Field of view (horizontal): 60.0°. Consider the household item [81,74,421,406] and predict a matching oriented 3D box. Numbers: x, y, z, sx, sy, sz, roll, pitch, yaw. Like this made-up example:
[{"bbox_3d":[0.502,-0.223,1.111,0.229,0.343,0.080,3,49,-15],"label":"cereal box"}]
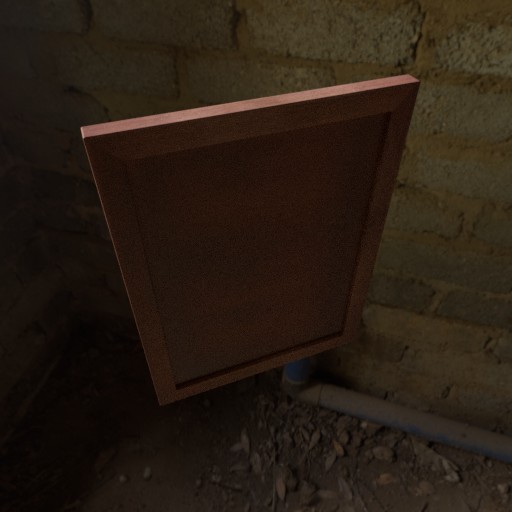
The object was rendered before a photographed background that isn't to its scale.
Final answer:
[{"bbox_3d":[0.000,0.000,0.540,0.310,0.407,0.067,-15,45,-15],"label":"household item"}]
